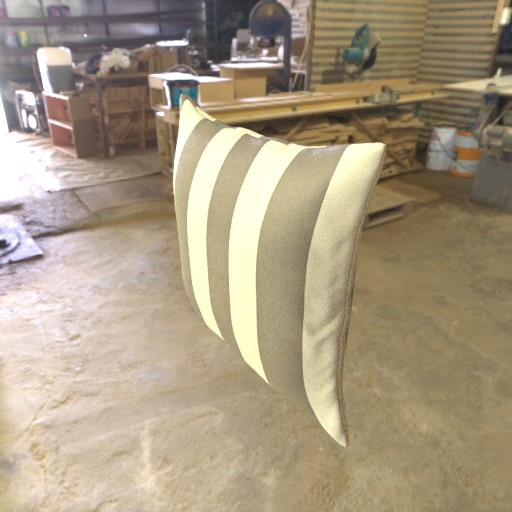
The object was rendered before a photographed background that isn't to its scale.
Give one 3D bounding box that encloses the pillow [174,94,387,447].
[{"bbox_3d":[0.000,0.000,0.809,0.192,0.507,0.522,-18,32,-31],"label":"pillow"}]
